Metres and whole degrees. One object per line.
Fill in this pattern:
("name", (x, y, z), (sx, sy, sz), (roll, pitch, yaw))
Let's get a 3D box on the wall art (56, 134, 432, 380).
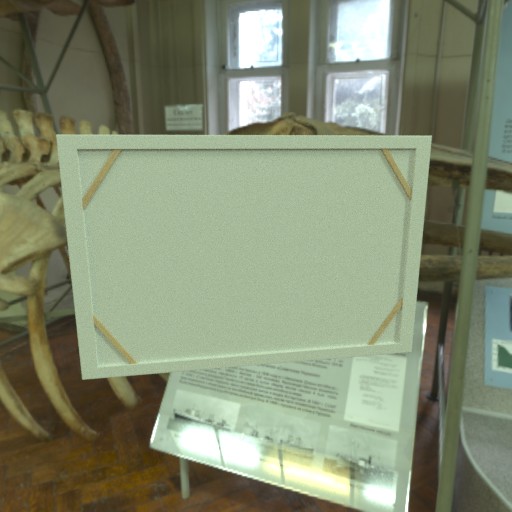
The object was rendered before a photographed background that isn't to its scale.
("wall art", (0.000, 0.000, 1.160), (0.914, 0.609, 0.038), (-2, 14, -10))
